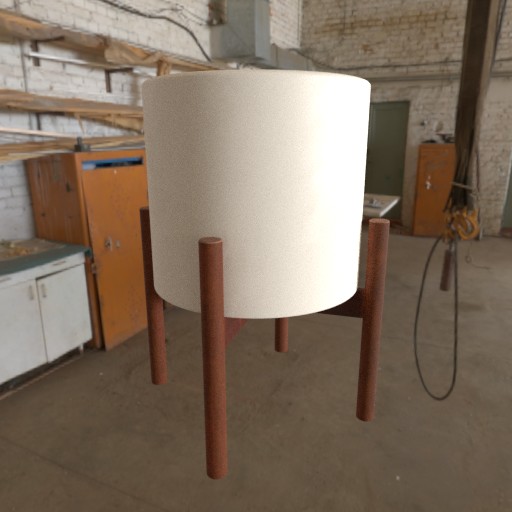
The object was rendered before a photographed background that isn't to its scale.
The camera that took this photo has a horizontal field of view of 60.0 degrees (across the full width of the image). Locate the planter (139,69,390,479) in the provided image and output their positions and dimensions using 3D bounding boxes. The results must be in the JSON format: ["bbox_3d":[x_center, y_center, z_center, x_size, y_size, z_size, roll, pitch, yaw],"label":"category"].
[{"bbox_3d":[0.000,0.000,0.493,0.224,0.358,0.224,-8,17,-27],"label":"planter"}]
